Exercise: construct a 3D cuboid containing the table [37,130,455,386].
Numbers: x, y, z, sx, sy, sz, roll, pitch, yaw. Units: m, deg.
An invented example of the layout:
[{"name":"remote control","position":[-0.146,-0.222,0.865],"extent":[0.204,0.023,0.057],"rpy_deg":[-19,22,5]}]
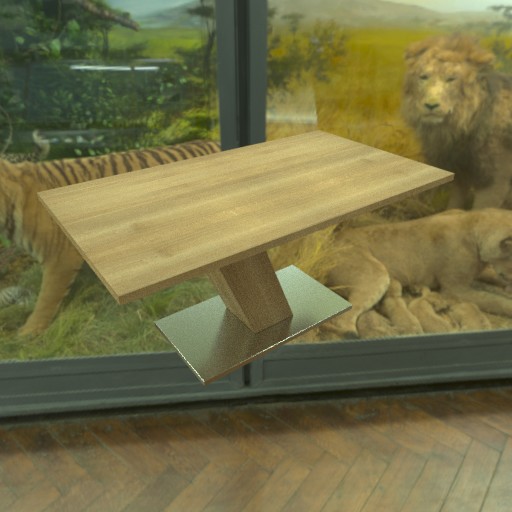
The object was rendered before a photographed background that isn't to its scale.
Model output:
[{"name":"table","position":[0.000,0.000,2.131],"extent":[1.600,0.750,0.900],"rpy_deg":[-21,37,-30]}]
